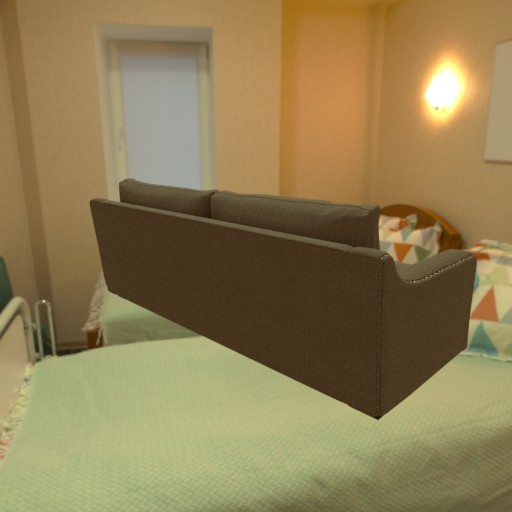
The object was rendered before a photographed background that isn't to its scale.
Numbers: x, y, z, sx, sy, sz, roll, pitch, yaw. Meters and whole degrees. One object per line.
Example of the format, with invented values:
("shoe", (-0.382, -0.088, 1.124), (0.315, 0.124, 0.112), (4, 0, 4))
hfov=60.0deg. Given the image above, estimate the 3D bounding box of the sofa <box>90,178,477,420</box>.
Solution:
("sofa", (0.000, 0.000, 2.662), (2.208, 0.857, 1.000), (14, 20, 43))
